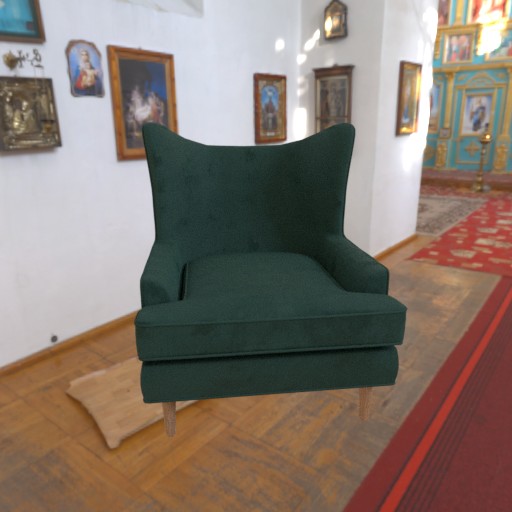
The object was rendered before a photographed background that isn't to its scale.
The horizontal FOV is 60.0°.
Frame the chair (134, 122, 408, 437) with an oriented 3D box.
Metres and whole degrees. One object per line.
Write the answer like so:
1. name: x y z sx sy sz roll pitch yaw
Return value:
1. chair: 0.000 0.000 1.642 0.793 0.952 0.910 -2 16 -7
